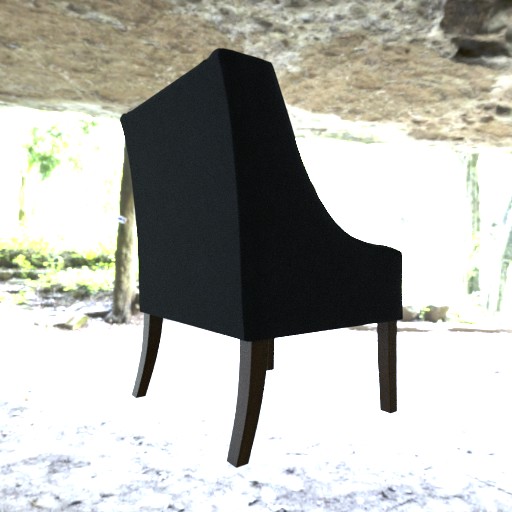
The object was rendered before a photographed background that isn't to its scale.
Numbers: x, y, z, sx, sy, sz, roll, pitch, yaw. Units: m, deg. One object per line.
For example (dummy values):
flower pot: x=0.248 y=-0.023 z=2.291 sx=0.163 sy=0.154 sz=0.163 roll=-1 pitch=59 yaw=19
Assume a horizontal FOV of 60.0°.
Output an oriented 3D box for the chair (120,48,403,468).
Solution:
chair: x=0.000 y=0.000 z=1.341 sx=0.629 sy=0.895 sz=0.629 roll=0 pitch=1 yaw=-37
